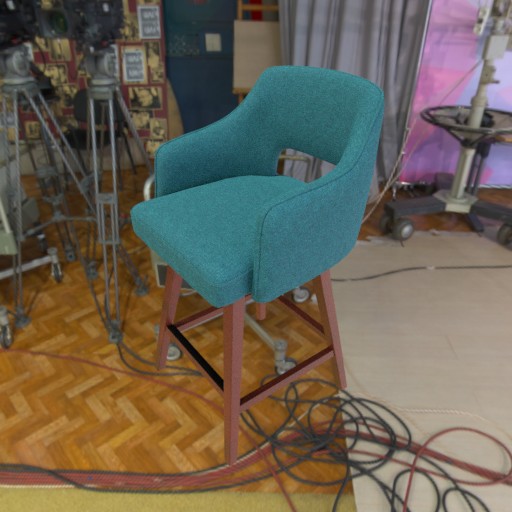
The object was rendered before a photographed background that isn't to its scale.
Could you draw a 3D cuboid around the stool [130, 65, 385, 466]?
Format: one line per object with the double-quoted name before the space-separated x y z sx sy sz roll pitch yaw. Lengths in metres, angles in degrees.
"stool" 0.000 0.000 1.292 0.556 0.961 0.548 -22 38 -31
